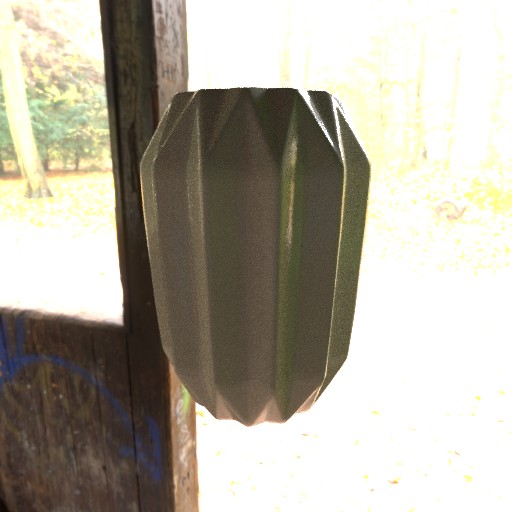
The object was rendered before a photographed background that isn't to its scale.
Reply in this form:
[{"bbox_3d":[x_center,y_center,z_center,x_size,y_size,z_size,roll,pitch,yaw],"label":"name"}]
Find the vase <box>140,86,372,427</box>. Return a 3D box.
[{"bbox_3d":[0.000,0.000,0.401,0.195,0.275,0.195,0,15,0],"label":"vase"}]
